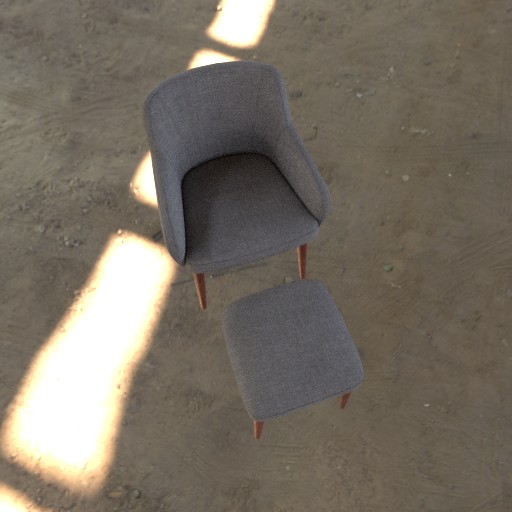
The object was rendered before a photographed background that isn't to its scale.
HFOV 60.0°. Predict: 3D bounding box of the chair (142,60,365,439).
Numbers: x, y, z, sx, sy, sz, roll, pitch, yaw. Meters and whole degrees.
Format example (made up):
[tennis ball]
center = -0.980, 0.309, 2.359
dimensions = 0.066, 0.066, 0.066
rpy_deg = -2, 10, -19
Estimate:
[chair]
center = 0.000, 0.000, 1.597
dimensions = 0.584, 0.799, 1.107
rpy_deg = -16, 64, -8
